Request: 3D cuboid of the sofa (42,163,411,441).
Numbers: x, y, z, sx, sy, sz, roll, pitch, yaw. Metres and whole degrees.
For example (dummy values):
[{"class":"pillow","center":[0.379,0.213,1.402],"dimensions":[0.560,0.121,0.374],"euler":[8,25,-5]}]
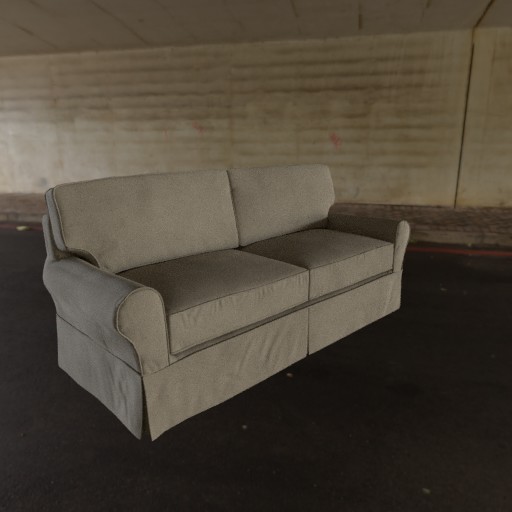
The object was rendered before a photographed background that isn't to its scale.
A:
[{"class":"sofa","center":[0.000,0.000,2.668],"dimensions":[2.246,1.014,0.900],"euler":[-14,20,-43]}]
